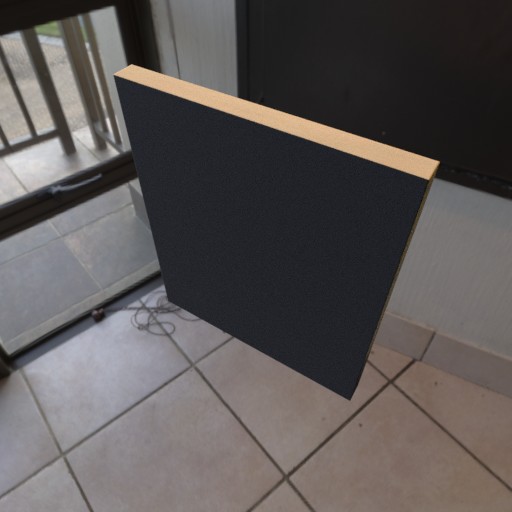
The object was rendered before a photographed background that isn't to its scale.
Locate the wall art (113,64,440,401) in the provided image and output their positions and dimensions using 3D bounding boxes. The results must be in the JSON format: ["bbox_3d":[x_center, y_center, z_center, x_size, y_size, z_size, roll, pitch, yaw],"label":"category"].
[{"bbox_3d":[0.000,0.000,0.723,0.435,0.511,0.037,25,52,21],"label":"wall art"}]
